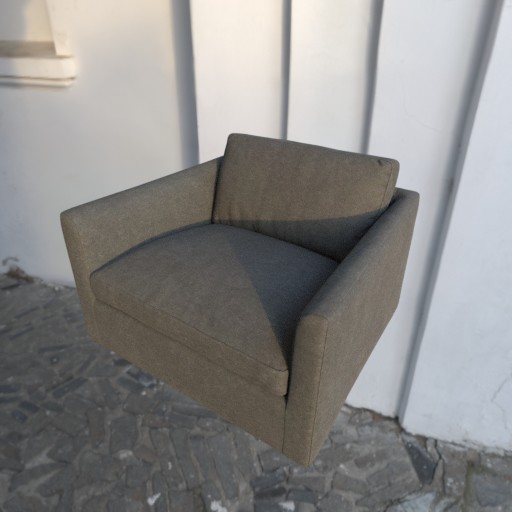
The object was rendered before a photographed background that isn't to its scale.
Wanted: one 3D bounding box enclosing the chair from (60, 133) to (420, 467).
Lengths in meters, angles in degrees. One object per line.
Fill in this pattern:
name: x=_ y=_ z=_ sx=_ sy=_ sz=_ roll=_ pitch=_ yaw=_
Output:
chair: x=0.000 y=0.000 z=1.944 sx=1.190 sy=0.845 sz=1.091 roll=19 pitch=35 yaw=30
